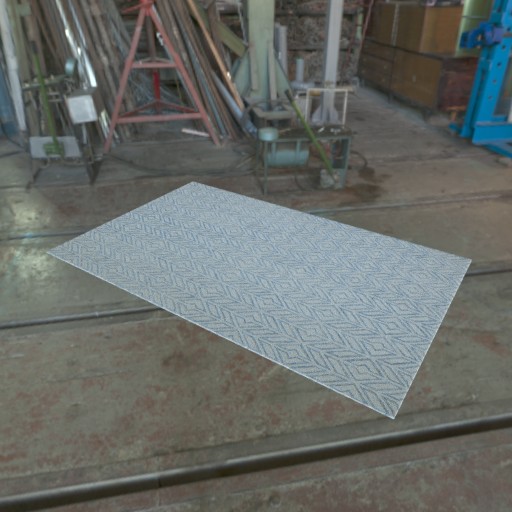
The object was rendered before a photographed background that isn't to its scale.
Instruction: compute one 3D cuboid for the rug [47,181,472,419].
[{"bbox_3d":[0.000,0.000,2.999,2.441,0.008,1.526,20,37,28],"label":"rug"}]
